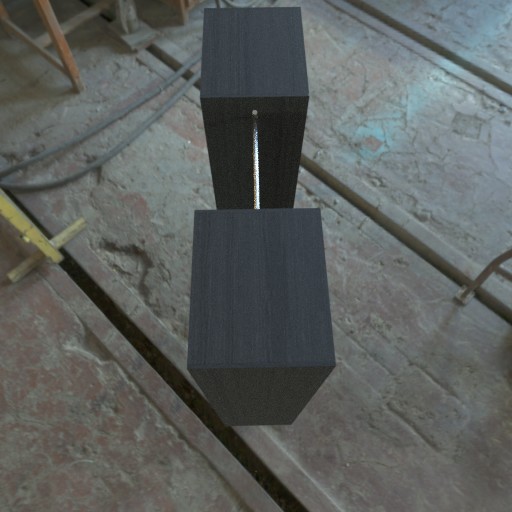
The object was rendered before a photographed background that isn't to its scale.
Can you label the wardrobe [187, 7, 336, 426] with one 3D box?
[{"bbox_3d":[0.000,0.000,2.711,0.480,2.000,1.770,-1,64,-1],"label":"wardrobe"}]
